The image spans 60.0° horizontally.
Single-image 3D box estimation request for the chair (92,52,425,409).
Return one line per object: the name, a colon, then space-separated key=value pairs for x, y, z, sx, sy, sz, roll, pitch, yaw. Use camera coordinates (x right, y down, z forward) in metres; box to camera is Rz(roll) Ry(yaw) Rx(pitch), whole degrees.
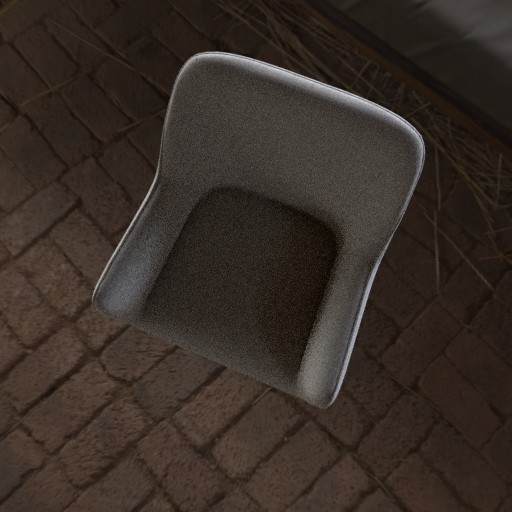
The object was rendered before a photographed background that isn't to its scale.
chair: x=0.000 y=0.000 z=1.225 sx=0.610 sy=0.813 sz=0.610 roll=22 pitch=78 yaw=5
